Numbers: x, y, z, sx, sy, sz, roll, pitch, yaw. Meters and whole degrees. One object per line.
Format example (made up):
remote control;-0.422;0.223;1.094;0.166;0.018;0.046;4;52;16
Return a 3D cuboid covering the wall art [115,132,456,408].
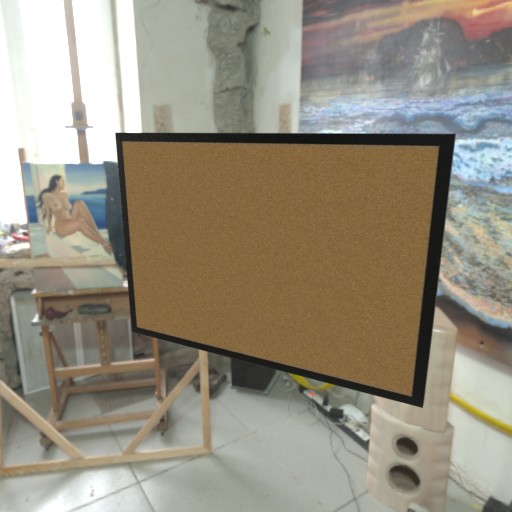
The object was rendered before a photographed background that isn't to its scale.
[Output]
wall art;0.000;0.000;0.573;0.440;0.306;0.013;8;18;26
